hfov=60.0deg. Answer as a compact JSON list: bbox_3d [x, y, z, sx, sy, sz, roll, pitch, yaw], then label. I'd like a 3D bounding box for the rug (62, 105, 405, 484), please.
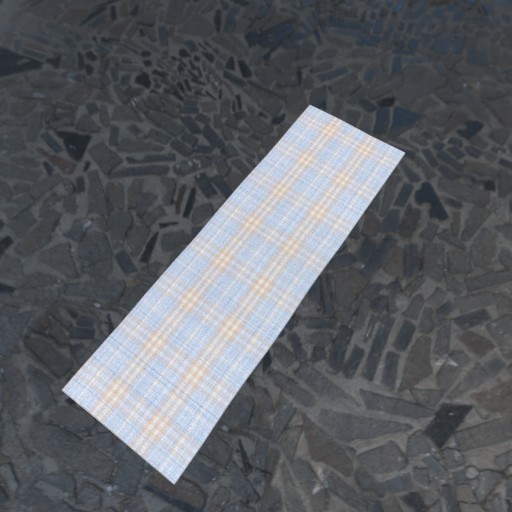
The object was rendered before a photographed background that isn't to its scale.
[{"bbox_3d":[0.000,0.000,2.655,0.762,0.013,2.439,32,68,15],"label":"rug"}]
